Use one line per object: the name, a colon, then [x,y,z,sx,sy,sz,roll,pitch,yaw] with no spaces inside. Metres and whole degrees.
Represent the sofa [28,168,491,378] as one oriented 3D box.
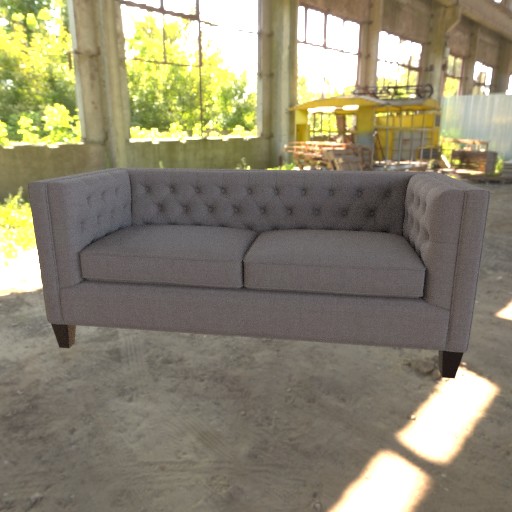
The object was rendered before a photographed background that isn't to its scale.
sofa: [0.000,0.000,2.136,1.778,0.762,0.775,2,16,9]
